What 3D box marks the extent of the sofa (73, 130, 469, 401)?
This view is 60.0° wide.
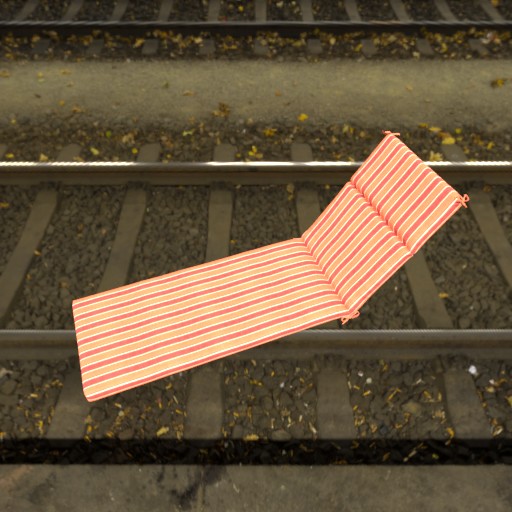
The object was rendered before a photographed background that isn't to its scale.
[{"bbox_3d":[0.000,0.000,1.945,1.663,0.622,0.582,-16,49,-14],"label":"sofa"}]
